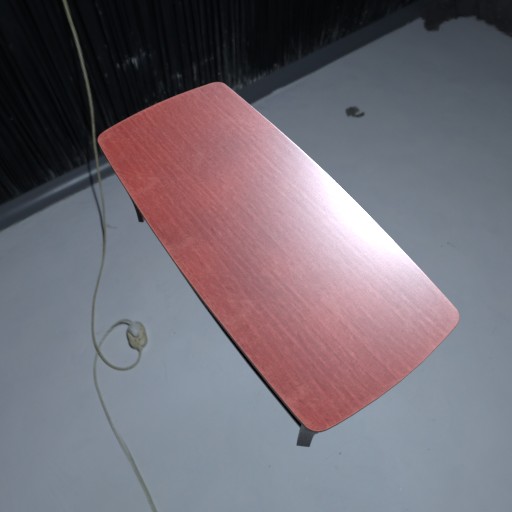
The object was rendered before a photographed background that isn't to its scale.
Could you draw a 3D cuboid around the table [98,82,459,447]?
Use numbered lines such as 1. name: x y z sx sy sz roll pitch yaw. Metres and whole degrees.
1. table: 0.000 0.000 1.533 0.561 0.473 1.216 -31 64 -17
